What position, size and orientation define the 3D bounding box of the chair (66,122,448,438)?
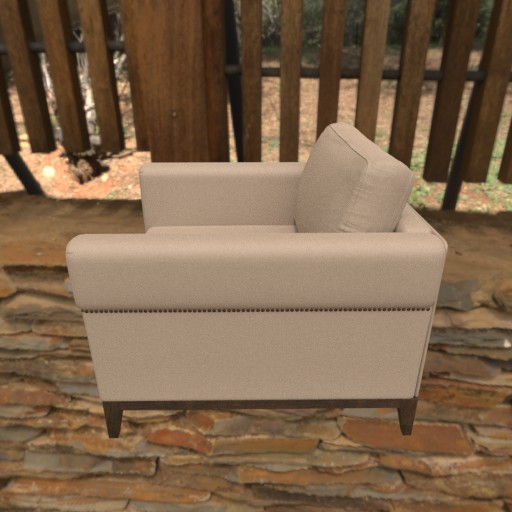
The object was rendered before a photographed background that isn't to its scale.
[{"bbox_3d":[0.000,0.000,1.595,0.959,0.838,0.914,0,25,-1],"label":"chair"}]
